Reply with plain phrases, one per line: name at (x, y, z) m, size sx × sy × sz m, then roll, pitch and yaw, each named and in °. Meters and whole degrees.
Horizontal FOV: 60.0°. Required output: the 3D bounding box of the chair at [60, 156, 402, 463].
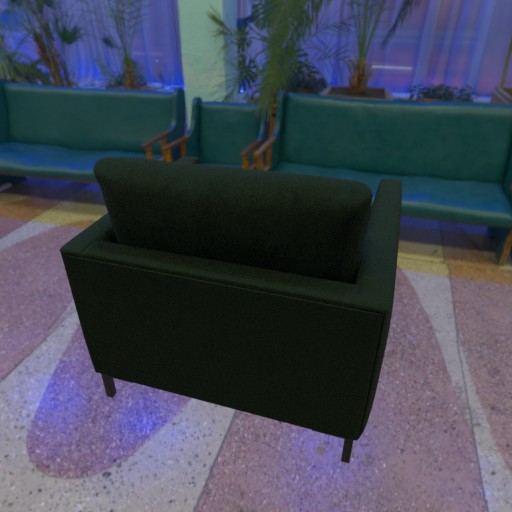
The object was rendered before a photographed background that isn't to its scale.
chair at (0.000, 0.000, 1.607) m, size 0.963 × 0.861 × 0.866 m, roll 9°, pitch 33°, yaw 15°
